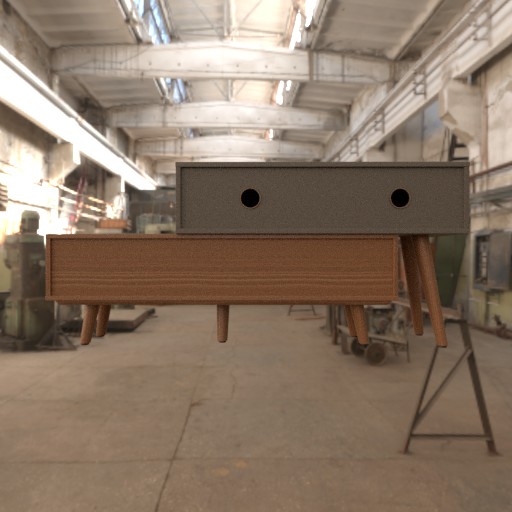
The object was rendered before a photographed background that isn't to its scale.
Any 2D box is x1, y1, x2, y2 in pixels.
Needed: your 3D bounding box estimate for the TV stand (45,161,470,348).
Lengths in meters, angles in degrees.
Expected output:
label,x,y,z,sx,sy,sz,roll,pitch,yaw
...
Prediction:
label,x,y,z,sx,sy,sz,roll,pitch,yaw
TV stand,0.000,0.000,1.552,1.336,0.591,0.329,0,0,0
